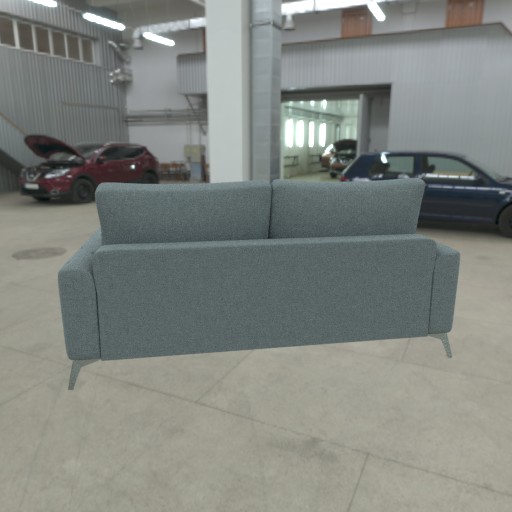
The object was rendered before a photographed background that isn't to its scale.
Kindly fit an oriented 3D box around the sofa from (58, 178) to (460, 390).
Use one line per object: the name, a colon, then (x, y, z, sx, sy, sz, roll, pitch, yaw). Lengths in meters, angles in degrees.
sofa: (0.000, 0.000, 2.187, 1.650, 0.790, 0.920, -2, 14, -9)
